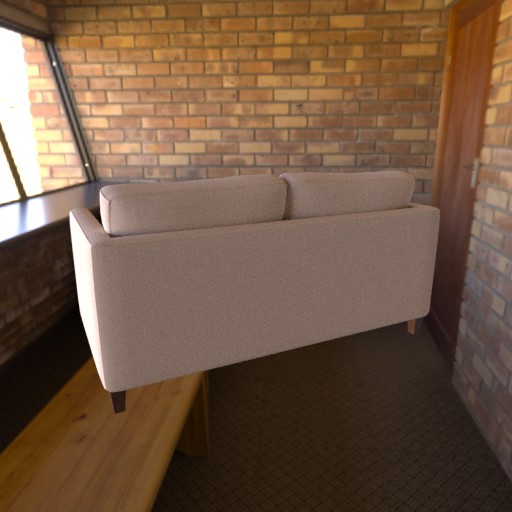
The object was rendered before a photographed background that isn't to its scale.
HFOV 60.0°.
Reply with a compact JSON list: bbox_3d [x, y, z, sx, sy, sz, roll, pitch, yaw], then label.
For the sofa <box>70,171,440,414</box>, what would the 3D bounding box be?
[{"bbox_3d":[0.000,0.000,2.322,1.722,0.888,0.873,-8,17,-26],"label":"sofa"}]
